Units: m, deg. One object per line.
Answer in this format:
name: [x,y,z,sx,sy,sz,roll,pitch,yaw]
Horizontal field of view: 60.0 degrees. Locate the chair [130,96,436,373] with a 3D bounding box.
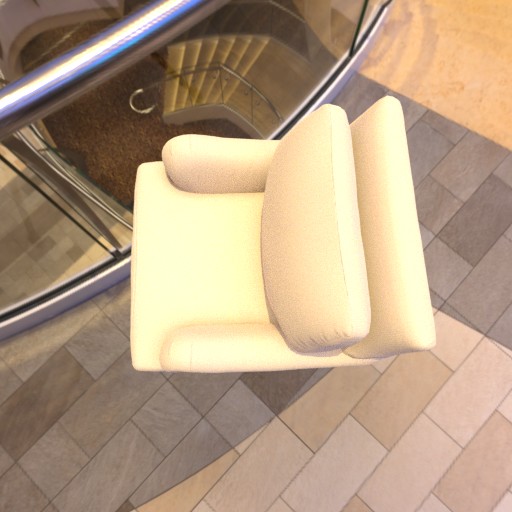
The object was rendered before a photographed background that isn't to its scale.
chair: [0.000,0.000,1.886,1.070,1.038,0.955,-2,75,-1]
